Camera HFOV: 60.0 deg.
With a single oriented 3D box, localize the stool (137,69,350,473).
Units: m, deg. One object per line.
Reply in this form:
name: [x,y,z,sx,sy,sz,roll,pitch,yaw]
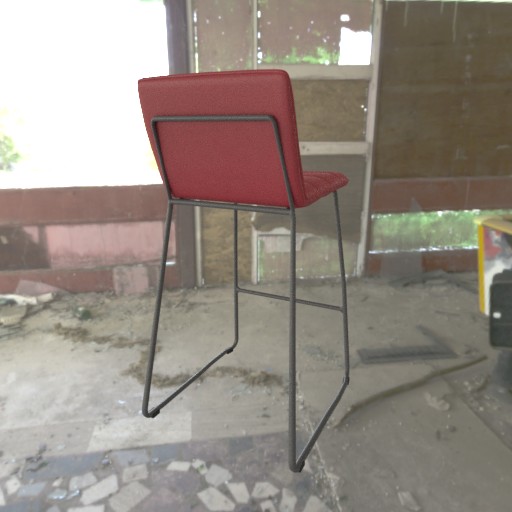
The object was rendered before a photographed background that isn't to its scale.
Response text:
stool: [0.000,0.000,1.273,0.489,0.937,0.524,8,18,26]
